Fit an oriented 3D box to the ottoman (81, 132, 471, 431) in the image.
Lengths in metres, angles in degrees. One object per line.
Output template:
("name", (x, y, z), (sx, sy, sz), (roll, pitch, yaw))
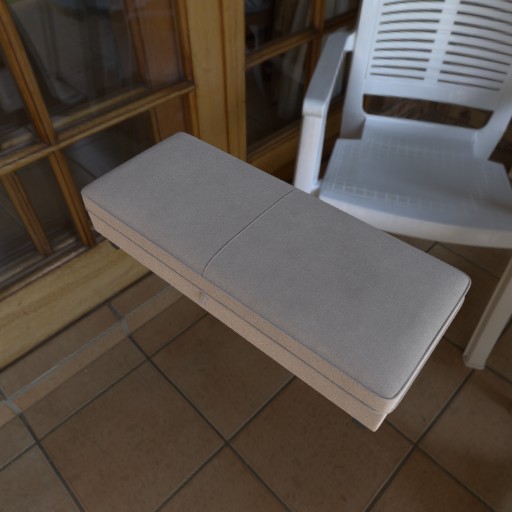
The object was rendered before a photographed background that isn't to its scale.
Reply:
("ottoman", (0.000, 0.000, 2.092), (1.726, 0.460, 0.735), (31, 55, 25))
